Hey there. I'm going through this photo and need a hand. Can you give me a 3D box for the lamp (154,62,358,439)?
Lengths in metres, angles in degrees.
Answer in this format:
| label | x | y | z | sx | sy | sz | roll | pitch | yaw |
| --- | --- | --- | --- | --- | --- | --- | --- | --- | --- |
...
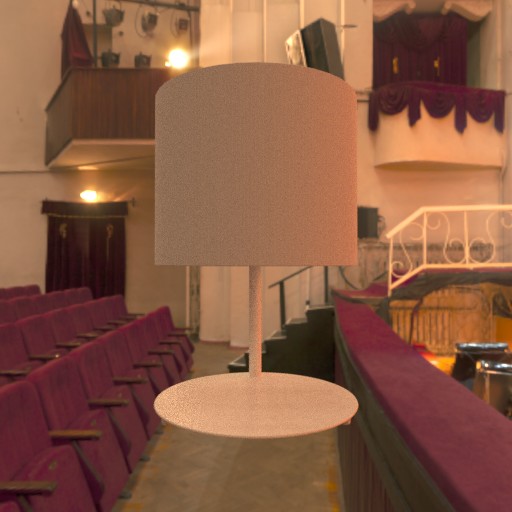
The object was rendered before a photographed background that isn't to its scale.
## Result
| label | x | y | z | sx | sy | sz | roll | pitch | yaw |
| --- | --- | --- | --- | --- | --- | --- | --- | --- | --- |
| lamp | 0.000 | 0.000 | 0.687 | 0.299 | 0.454 | 0.341 | 0 | -1 | -1 |
